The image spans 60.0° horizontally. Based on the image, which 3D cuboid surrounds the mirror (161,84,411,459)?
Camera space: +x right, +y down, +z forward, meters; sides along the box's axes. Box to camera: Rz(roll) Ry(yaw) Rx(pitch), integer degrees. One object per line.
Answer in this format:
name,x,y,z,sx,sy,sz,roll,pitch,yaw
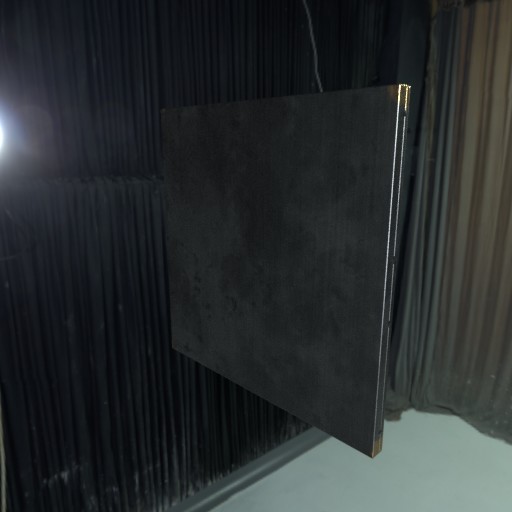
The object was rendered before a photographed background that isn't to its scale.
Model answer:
mirror,0.000,0.000,0.572,0.020,0.381,0.382,-13,19,-43
